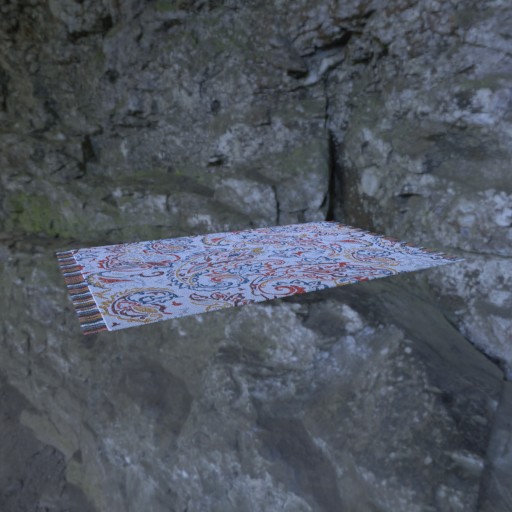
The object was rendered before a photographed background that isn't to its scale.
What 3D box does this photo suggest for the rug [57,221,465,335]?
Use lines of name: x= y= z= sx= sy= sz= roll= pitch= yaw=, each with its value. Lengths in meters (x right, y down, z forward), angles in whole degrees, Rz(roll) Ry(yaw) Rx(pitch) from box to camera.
rug: x=0.000 y=0.000 z=2.508 sx=1.997 sy=0.010 sz=1.218 roll=-8 pitch=18 yaw=-27
